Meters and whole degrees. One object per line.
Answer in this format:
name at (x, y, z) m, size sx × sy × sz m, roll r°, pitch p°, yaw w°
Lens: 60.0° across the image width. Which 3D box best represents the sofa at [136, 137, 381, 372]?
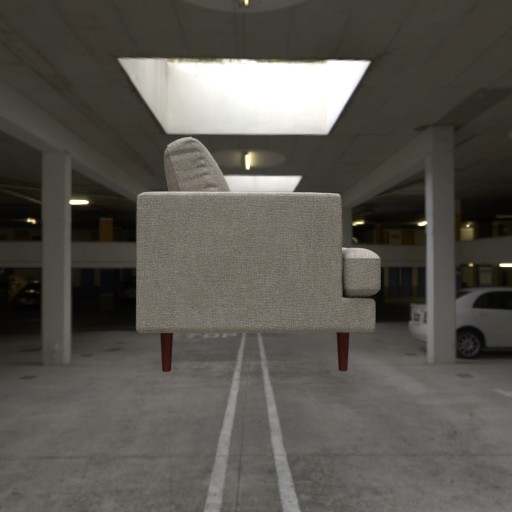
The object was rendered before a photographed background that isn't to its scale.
sofa at (0.000, 0.000, 2.713) m, size 0.903 × 0.930 × 2.246 m, roll 0°, pitch -1°, yaw -1°
